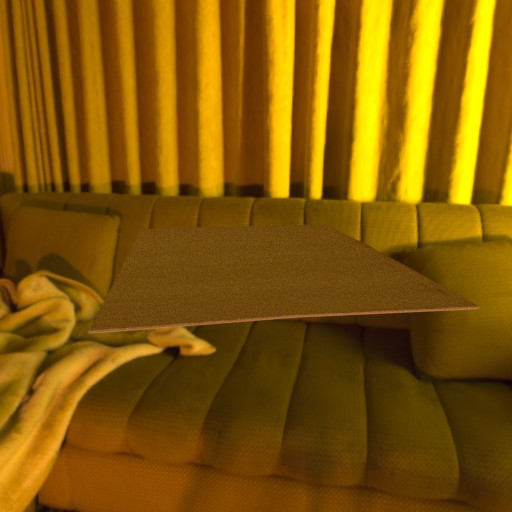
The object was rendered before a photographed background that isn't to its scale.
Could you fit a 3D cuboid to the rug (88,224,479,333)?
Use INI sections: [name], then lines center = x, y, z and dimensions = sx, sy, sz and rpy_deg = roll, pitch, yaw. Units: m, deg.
[rug]
center = 0.000, 0.000, 4.205
dimensions = 2.434, 0.045, 3.202
rpy_deg = -2, 14, -9
